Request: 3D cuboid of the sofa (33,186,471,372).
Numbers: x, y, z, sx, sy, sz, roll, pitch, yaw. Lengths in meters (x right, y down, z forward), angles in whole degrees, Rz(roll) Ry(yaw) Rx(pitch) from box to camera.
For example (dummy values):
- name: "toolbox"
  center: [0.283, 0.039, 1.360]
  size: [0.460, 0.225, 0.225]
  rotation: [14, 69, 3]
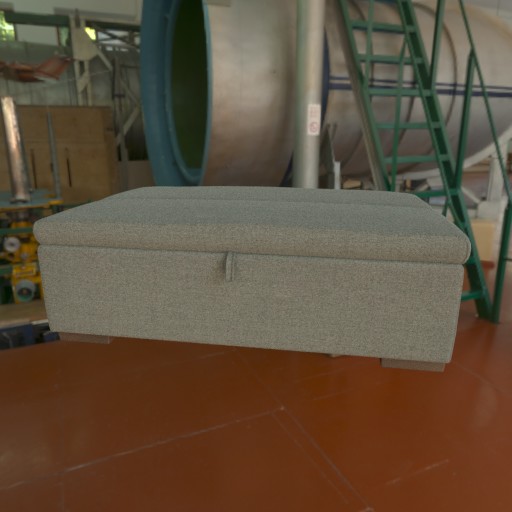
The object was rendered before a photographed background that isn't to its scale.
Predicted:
- name: "sofa"
  center: [0.000, 0.000, 1.633]
  size: [1.250, 0.434, 0.817]
  rotation: [3, 16, 9]
